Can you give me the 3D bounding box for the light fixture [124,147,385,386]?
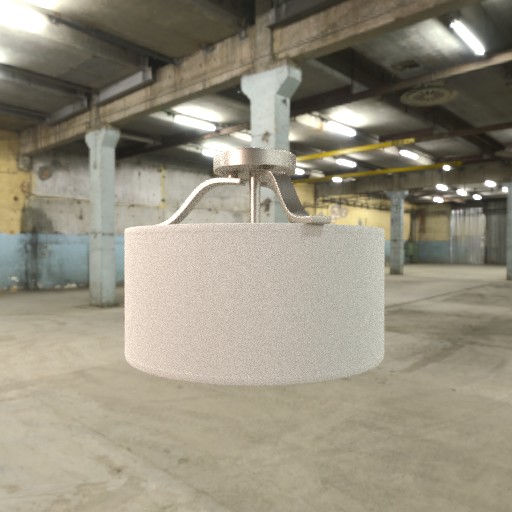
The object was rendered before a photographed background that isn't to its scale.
[{"bbox_3d":[0.000,0.000,0.673,0.395,0.304,0.395,0,1,0],"label":"light fixture"}]
